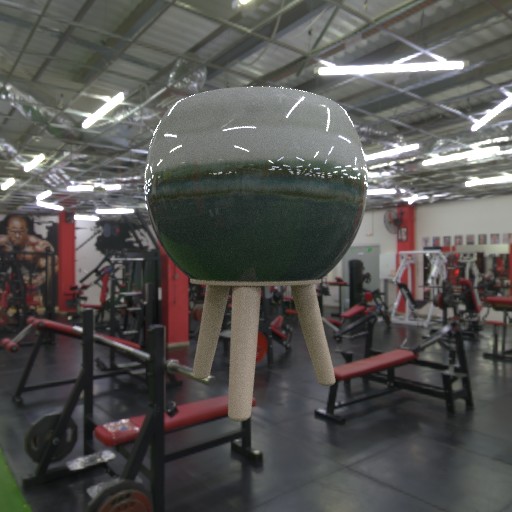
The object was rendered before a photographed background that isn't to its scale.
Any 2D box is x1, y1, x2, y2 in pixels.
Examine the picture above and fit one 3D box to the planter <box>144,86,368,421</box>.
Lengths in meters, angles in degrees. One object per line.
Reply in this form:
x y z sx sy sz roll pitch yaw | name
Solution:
0.000 0.000 0.452 0.222 0.278 0.222 0 -1 0 | planter
